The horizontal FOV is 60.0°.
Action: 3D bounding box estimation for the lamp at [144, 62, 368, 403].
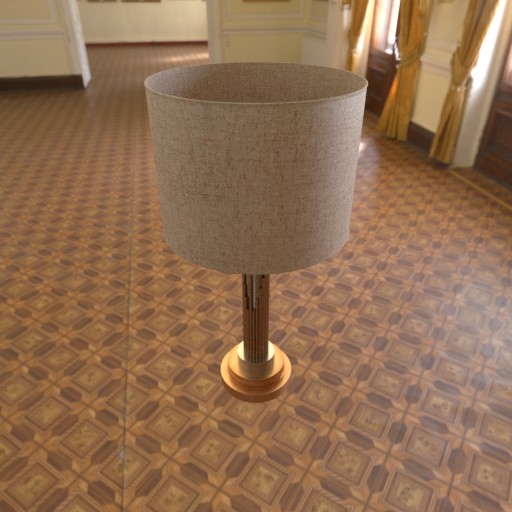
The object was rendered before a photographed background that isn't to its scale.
[{"bbox_3d":[0.000,0.000,0.809,0.321,0.610,0.321,0,32,0],"label":"lamp"}]
